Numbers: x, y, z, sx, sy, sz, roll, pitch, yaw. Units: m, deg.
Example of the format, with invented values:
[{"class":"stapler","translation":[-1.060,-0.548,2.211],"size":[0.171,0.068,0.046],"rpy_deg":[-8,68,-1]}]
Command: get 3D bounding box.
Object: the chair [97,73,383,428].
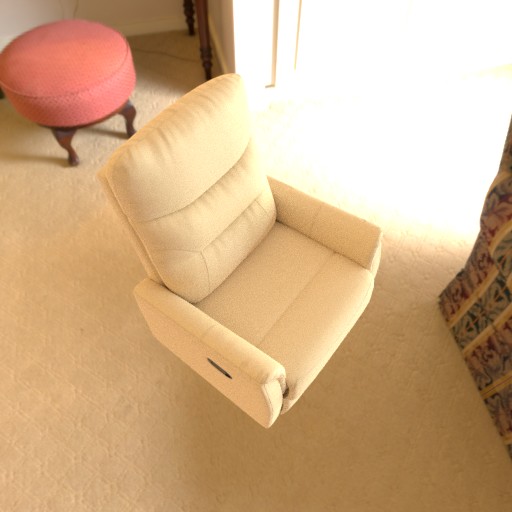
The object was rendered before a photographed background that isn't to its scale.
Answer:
[{"class":"chair","translation":[0.000,0.000,1.663],"size":[0.831,1.082,0.775],"rpy_deg":[34,63,20]}]
